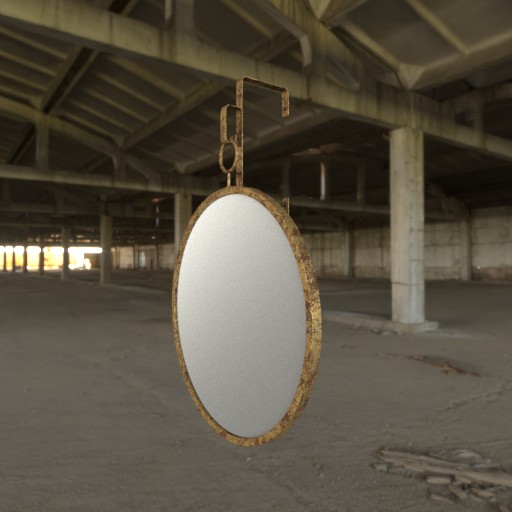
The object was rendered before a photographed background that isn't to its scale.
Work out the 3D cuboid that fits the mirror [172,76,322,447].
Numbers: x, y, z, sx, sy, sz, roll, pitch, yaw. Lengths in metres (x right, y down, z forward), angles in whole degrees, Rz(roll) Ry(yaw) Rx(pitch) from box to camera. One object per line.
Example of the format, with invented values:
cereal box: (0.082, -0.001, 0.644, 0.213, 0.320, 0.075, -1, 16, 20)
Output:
mirror: (0.000, 0.000, 0.825, 0.144, 0.651, 0.447, 0, -1, -36)
